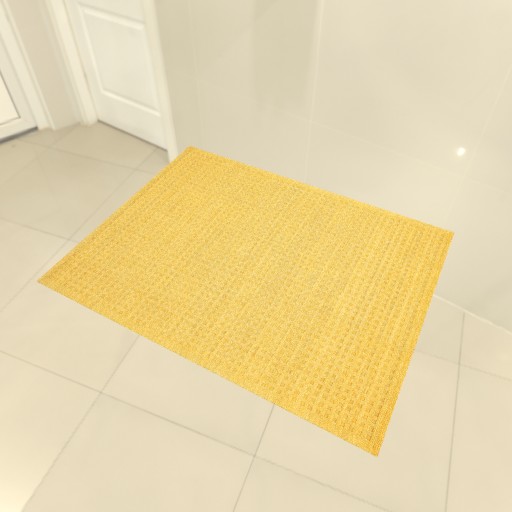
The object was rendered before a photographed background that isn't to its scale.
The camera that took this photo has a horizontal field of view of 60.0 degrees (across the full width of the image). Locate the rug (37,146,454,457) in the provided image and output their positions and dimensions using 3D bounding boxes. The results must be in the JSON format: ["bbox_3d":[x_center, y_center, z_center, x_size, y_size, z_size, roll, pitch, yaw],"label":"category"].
[{"bbox_3d":[0.000,0.000,4.295,3.242,0.015,2.486,22,51,19],"label":"rug"}]
